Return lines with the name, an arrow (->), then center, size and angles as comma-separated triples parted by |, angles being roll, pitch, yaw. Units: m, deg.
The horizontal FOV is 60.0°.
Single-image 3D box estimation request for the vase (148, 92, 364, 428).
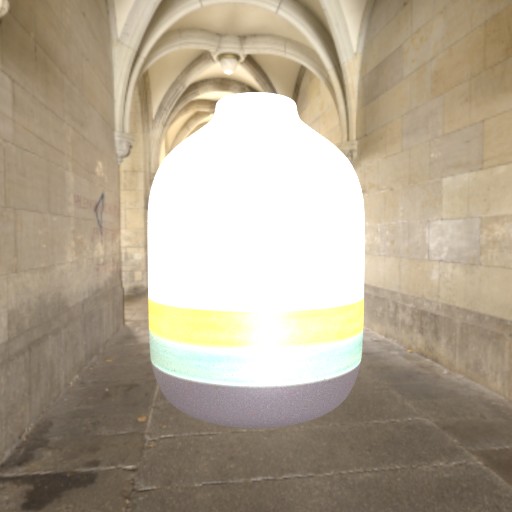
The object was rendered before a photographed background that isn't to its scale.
vase -> 0.000, 0.000, 0.357 | 0.169, 0.240, 0.169 | 0, 2, 0
